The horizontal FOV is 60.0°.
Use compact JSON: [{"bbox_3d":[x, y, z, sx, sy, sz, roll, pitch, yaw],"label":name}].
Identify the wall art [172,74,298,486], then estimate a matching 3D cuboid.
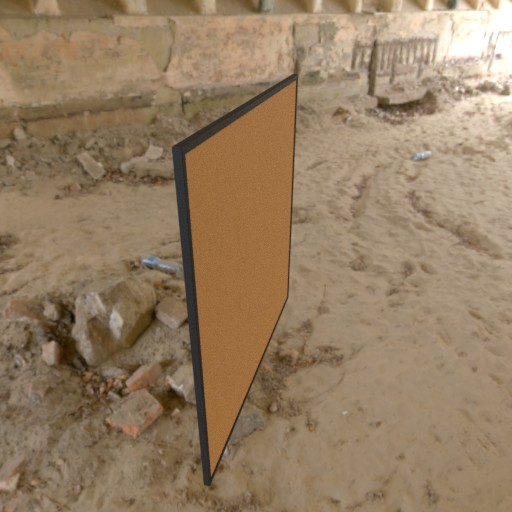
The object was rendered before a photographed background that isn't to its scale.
[{"bbox_3d":[0.000,0.000,0.972,0.015,0.663,0.664,9,31,15],"label":"wall art"}]
